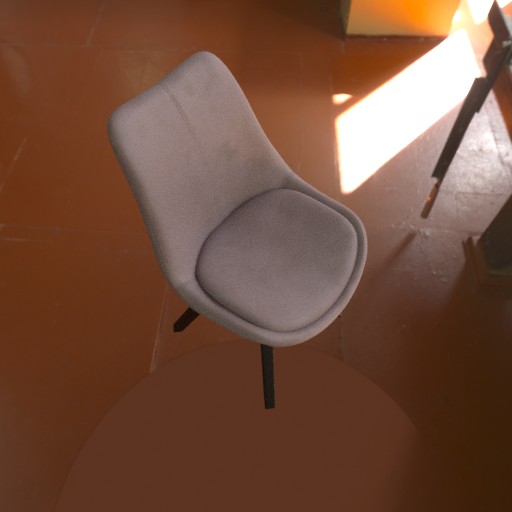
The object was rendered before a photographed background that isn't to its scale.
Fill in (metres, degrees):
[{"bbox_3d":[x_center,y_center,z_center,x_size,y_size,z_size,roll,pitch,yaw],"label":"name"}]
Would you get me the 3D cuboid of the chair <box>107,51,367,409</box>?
[{"bbox_3d":[0.000,0.000,1.199,0.547,0.865,0.483,33,63,19],"label":"chair"}]
